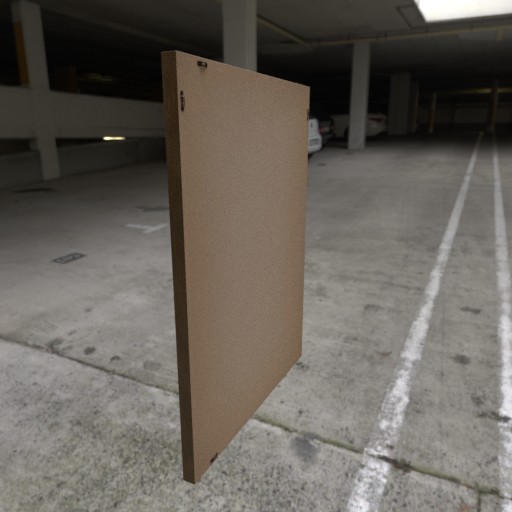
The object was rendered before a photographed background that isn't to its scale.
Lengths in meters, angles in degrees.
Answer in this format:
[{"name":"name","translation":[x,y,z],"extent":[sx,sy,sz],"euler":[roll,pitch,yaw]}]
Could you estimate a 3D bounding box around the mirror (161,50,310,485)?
[{"name":"mirror","translation":[0.000,0.000,1.328],"extent":[0.041,1.016,0.762],"euler":[7,17,25]}]
